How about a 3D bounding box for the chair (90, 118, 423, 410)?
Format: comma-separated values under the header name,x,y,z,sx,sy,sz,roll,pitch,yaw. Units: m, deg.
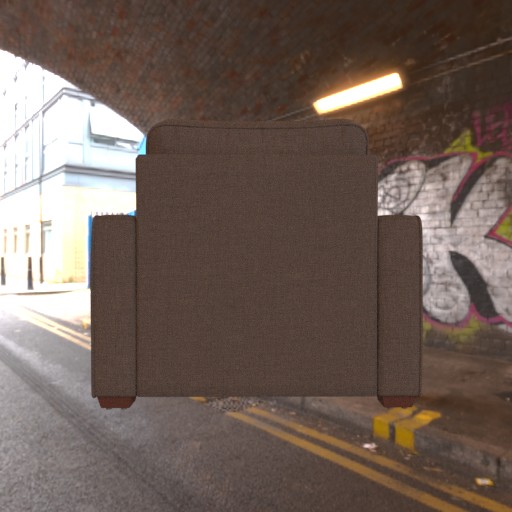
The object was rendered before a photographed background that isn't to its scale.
name,x,y,z,sx,sy,sz,roll,pitch,yaw
chair,0.000,0.000,1.768,1.017,0.919,0.940,0,0,0
